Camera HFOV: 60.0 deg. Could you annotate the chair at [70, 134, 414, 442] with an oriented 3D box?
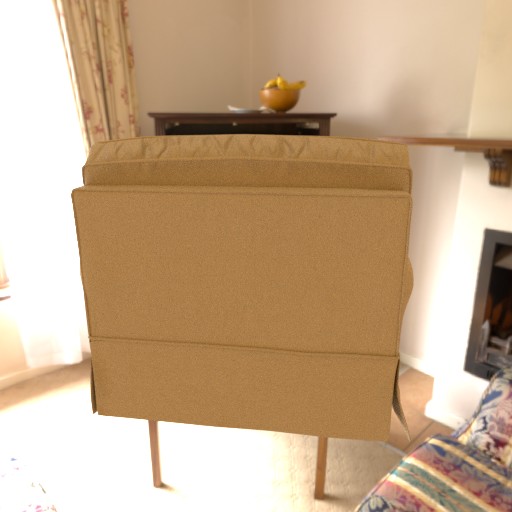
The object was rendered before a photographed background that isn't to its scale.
[{"bbox_3d":[0.000,0.000,1.744,1.096,0.937,0.903,2,17,7],"label":"chair"}]
